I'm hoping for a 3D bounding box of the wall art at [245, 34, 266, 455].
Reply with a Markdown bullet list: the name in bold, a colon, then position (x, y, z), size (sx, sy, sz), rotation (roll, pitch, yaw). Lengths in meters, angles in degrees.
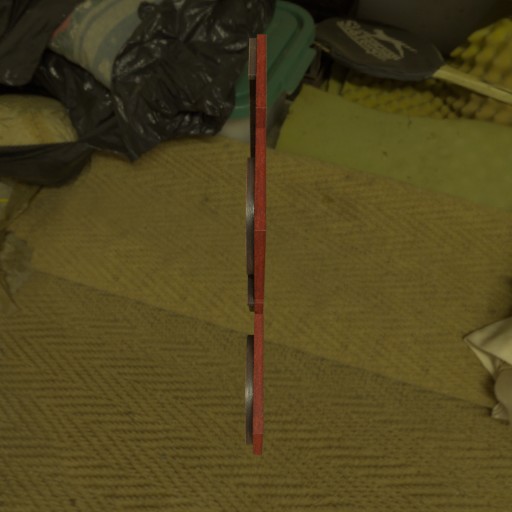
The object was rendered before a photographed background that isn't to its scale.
- **wall art**: position (0.000, 0.000, 0.841), size (0.030, 0.497, 0.635), rotation (1, 58, 0)
